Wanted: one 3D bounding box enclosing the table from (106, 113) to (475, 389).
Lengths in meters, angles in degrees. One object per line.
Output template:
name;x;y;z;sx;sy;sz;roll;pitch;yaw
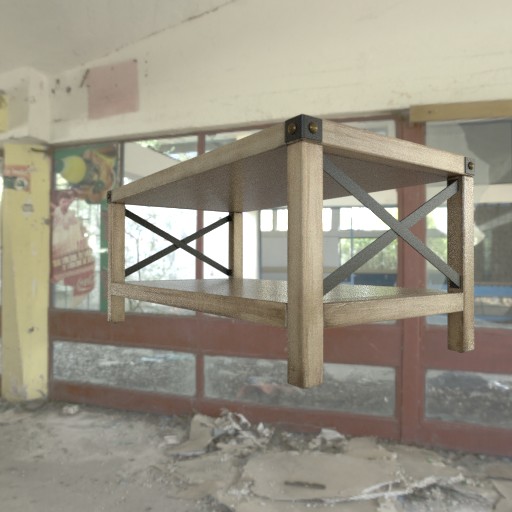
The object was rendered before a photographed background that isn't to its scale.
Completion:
table;0.000;0.000;1.283;0.559;0.456;1.016;0;-1;-36
